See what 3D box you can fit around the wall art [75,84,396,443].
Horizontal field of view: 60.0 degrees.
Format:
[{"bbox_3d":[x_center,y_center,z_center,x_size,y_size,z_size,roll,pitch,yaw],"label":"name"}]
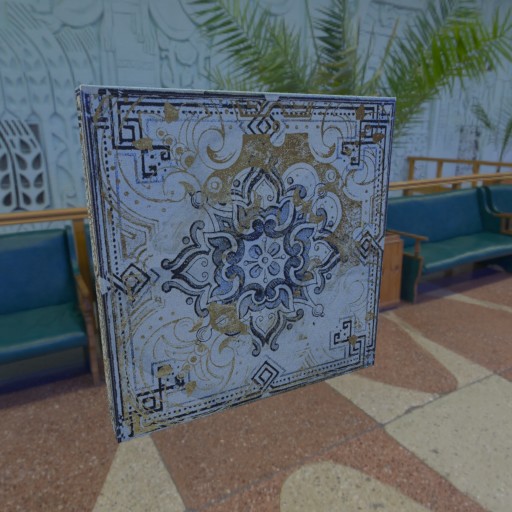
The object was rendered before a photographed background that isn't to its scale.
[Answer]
[{"bbox_3d":[0.000,0.000,0.443,0.302,0.306,0.038,-8,18,-26],"label":"wall art"}]
